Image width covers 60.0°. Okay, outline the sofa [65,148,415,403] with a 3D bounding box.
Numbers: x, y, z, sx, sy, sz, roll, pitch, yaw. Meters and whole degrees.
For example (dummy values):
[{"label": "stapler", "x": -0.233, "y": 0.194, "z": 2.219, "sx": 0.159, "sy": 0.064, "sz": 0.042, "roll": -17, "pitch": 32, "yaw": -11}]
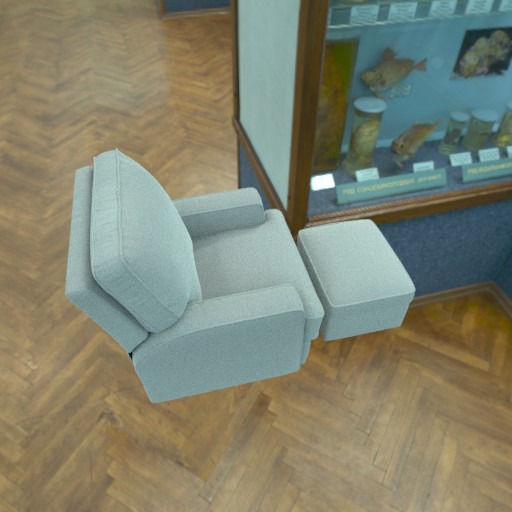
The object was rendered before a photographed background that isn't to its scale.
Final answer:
[{"label": "sofa", "x": 0.000, "y": 0.000, "z": 2.085, "sx": 1.472, "sy": 0.959, "sz": 0.861, "roll": -10, "pitch": 46, "yaw": -9}]
